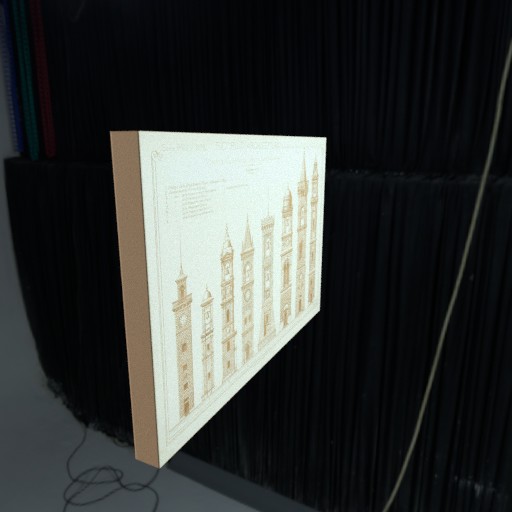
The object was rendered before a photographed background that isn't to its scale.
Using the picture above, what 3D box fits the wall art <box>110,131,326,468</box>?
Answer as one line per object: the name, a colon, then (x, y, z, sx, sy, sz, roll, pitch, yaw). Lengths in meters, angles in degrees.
wall art: (0.000, 0.000, 0.777, 0.039, 0.407, 0.609, 7, 16, 26)
